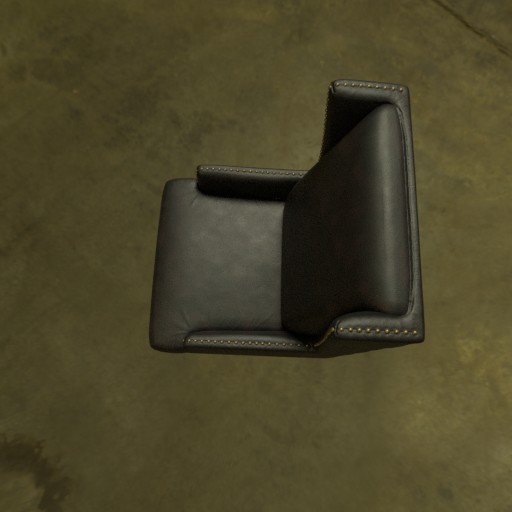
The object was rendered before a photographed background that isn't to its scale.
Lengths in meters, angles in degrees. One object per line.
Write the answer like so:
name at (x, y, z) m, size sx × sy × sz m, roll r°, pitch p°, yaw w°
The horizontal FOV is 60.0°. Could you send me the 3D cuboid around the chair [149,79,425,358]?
chair at (0.000, 0.000, 1.623) m, size 0.799 × 1.142 × 0.703 m, roll 2°, pitch 75°, yaw 1°
